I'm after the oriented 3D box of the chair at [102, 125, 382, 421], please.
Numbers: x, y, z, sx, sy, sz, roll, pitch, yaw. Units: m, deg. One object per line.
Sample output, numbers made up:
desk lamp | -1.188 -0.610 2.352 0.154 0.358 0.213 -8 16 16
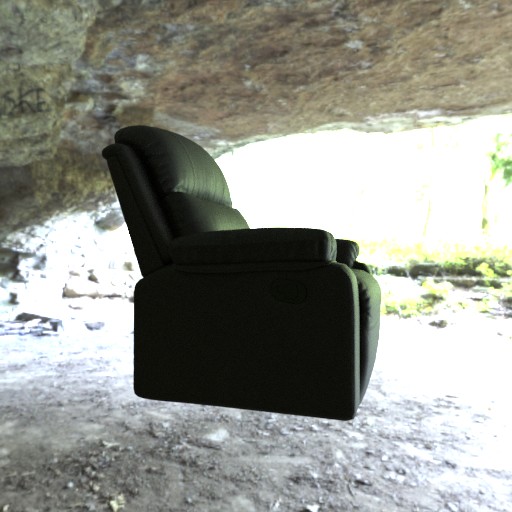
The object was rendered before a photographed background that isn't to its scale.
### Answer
chair | 0.000 0.000 1.711 0.919 0.992 0.855 0 -1 18
